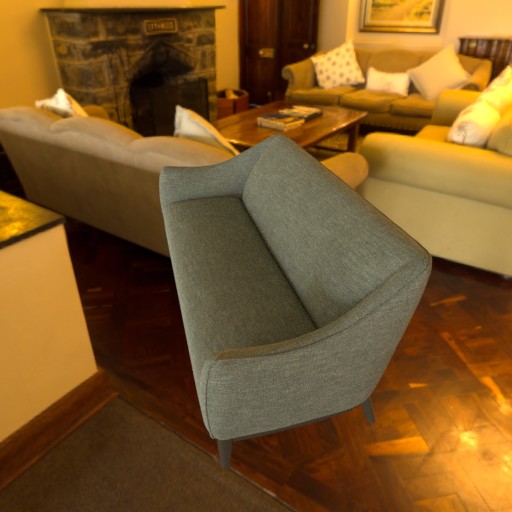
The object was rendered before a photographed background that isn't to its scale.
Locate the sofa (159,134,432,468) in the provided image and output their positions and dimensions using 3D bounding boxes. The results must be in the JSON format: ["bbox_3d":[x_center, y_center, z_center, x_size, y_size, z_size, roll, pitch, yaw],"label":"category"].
[{"bbox_3d":[0.000,0.000,2.346,0.867,0.829,1.928,-8,31,-13],"label":"sofa"}]
